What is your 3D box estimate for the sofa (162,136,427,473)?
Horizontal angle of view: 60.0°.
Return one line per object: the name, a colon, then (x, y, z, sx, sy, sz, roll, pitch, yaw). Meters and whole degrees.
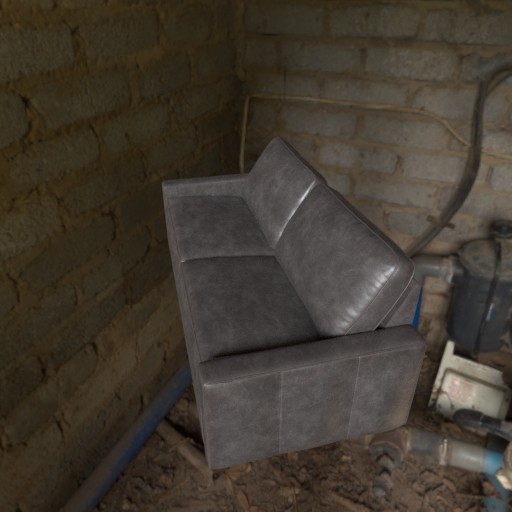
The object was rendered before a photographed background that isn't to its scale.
sofa: (0.000, 0.000, 2.609, 0.939, 0.916, 2.081, -8, 32, -12)
